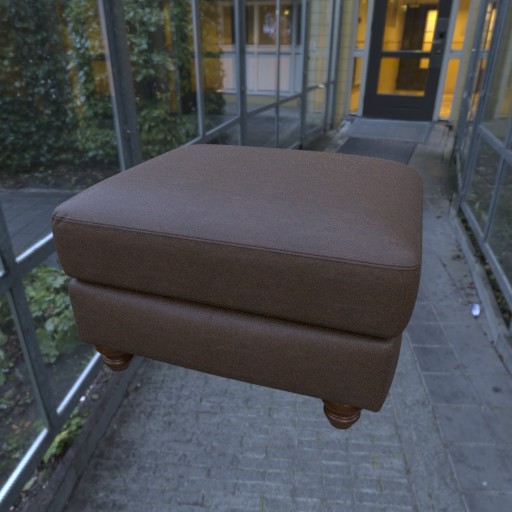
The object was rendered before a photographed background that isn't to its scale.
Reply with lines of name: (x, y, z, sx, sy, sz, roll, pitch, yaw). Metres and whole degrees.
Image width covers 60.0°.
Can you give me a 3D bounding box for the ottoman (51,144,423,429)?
ottoman: (0.000, 0.000, 1.167, 0.787, 0.508, 0.635, 9, 27, 17)
